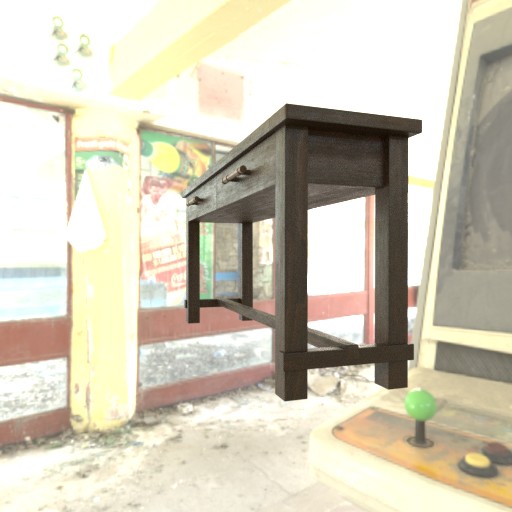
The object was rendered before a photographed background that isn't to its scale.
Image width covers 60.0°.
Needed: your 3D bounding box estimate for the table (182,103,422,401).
[{"bbox_3d":[0.000,0.000,1.920,0.442,0.762,1.599,0,0,-19],"label":"table"}]
